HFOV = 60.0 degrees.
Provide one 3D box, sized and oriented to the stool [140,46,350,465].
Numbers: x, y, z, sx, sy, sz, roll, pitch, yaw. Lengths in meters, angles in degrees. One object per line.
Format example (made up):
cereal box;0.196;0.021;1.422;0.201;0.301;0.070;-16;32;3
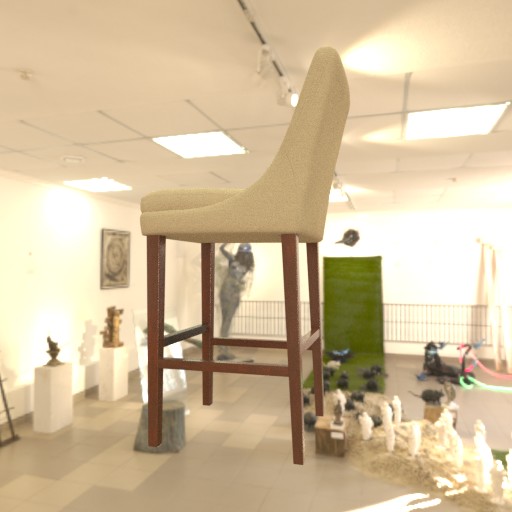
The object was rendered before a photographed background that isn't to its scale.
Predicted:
stool;0.000;0.000;1.390;0.577;1.078;0.470;0;-2;16
